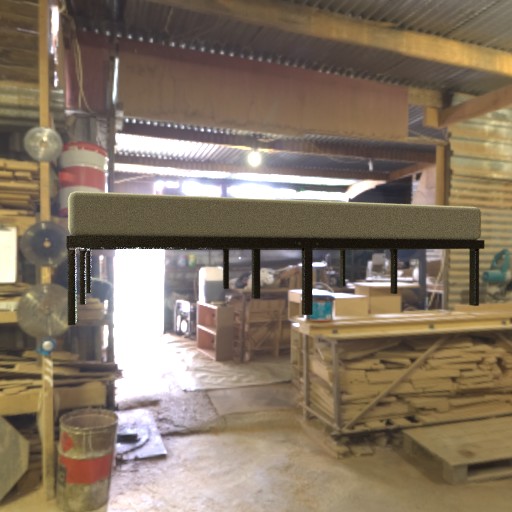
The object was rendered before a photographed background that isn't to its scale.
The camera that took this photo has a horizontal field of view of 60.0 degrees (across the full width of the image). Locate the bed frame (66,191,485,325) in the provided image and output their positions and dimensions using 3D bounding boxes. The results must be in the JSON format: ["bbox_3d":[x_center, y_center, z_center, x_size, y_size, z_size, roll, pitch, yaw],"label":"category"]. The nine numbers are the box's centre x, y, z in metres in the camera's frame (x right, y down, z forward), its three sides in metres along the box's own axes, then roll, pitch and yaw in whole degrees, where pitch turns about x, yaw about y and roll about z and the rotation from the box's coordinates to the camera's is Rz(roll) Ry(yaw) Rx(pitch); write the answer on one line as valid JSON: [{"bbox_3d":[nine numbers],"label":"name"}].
[{"bbox_3d":[0.000,0.000,3.544,2.635,0.680,1.990,0,1,-18],"label":"bed frame"}]
